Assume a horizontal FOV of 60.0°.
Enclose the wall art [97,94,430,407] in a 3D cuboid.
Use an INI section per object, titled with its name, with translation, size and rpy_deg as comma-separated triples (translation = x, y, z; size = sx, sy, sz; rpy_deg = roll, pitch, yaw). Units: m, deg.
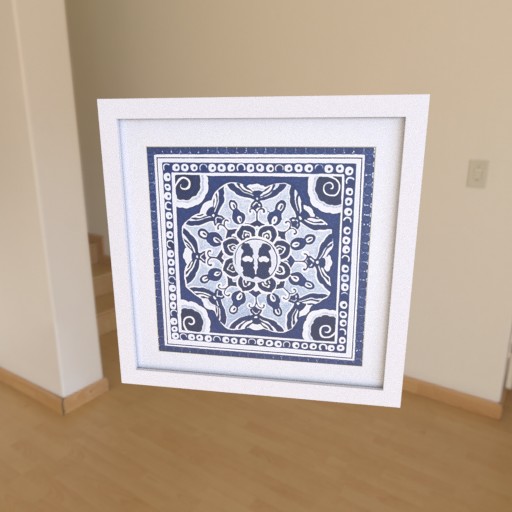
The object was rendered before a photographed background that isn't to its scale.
[wall art]
translation = 0.000, 0.000, 0.526
size = 0.355, 0.355, 0.027
rpy_deg = 2, 15, 9
